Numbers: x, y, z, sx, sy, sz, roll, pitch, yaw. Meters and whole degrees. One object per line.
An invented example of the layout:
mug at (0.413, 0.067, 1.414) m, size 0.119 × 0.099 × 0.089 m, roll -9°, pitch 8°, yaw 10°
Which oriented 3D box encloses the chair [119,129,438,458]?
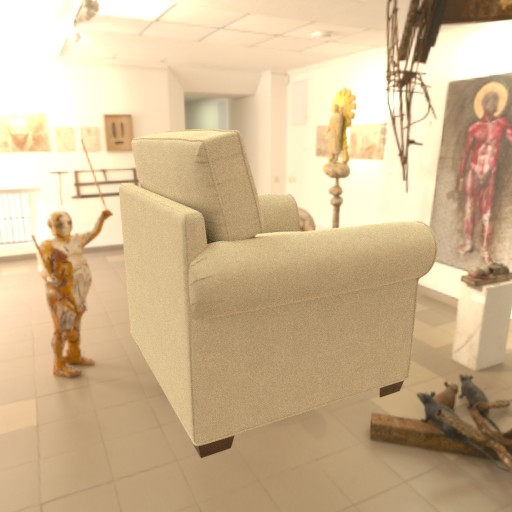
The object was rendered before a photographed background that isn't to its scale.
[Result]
chair at (0.000, 0.000, 1.749) m, size 0.863 × 0.955 × 1.040 m, roll -8°, pitch 17°, yaw -26°
